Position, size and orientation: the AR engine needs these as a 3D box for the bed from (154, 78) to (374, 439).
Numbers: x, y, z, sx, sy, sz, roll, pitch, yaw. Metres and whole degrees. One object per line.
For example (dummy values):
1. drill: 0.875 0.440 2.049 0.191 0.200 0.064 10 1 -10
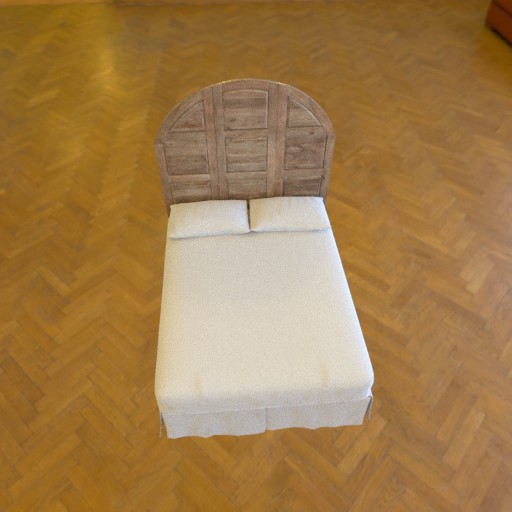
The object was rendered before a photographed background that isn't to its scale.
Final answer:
1. bed: 0.000 0.000 3.586 1.713 2.002 2.112 -3 46 -3
